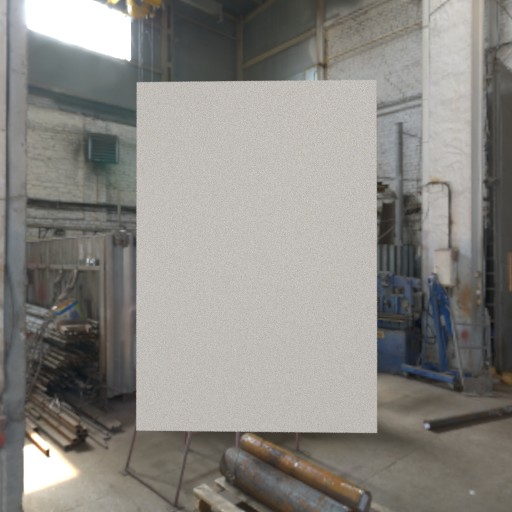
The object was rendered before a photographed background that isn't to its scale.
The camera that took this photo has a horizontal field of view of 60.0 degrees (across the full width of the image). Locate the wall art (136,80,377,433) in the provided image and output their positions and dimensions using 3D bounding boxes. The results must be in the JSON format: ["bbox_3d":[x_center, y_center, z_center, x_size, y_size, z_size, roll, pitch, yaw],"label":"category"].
[{"bbox_3d":[0.000,0.000,0.604,0.325,0.474,0.010,0,0,1],"label":"wall art"}]
